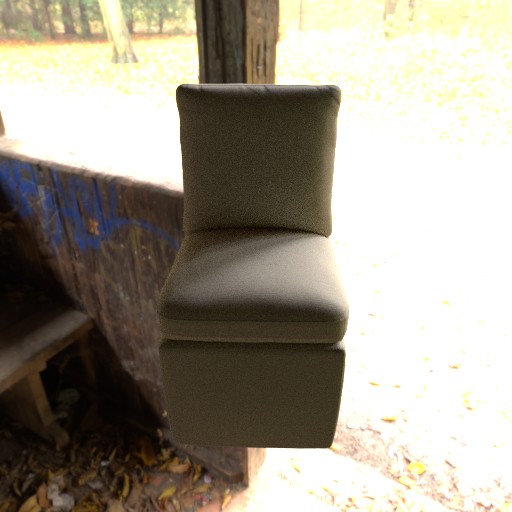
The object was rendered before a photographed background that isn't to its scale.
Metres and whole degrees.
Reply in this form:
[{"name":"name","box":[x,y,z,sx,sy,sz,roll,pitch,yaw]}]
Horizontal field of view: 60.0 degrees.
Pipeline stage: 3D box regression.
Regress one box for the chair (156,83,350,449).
[{"name":"chair","box":[0.000,0.000,1.352,0.503,0.927,0.698,1,30,2]}]
